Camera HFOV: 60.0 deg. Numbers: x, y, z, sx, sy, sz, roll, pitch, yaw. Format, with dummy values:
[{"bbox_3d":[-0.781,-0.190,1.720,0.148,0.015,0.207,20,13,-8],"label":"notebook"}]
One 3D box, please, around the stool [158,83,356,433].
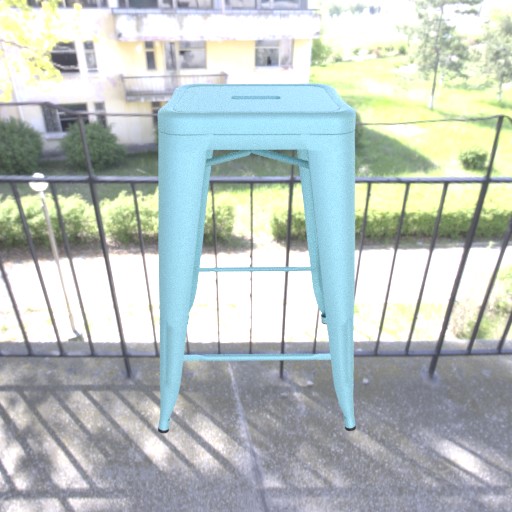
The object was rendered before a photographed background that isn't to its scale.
[{"bbox_3d":[0.000,0.000,0.881,0.399,0.609,0.359,-1,30,-1],"label":"stool"}]
